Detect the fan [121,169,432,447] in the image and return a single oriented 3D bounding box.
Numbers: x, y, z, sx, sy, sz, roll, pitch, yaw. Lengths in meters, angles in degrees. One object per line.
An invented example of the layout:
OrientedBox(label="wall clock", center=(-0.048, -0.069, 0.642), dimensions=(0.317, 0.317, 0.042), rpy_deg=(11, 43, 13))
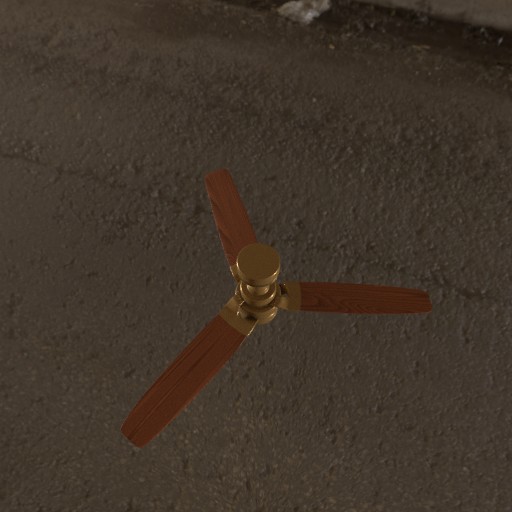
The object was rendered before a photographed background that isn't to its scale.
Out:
OrientedBox(label="fan", center=(0.000, 0.000, 2.019), dimensions=(1.416, 0.425, 1.271), rpy_deg=(-14, 59, -9))
